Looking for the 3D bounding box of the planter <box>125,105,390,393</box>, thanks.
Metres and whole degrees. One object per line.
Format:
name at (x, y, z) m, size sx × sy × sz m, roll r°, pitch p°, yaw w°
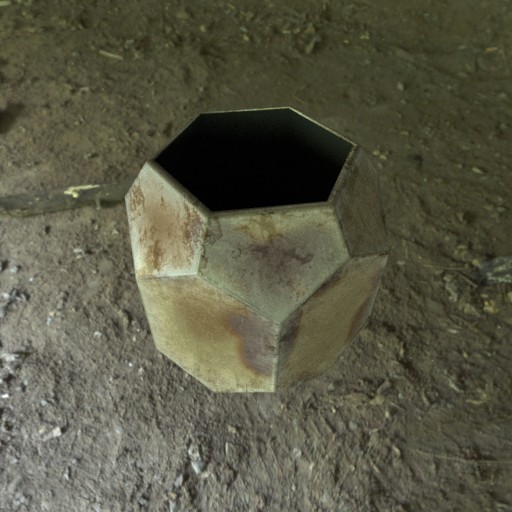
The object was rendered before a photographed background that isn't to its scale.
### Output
planter at (0.000, 0.000, 0.442) m, size 0.243 × 0.238 × 0.221 m, roll 16°, pitch 47°, yaw 15°
